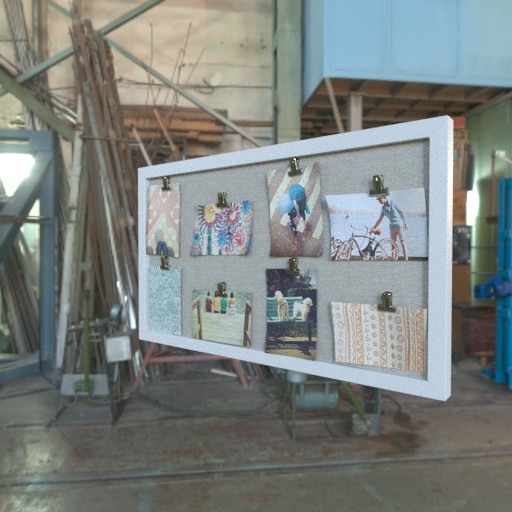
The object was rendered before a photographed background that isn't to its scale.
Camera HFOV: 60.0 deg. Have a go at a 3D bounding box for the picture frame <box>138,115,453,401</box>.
[{"bbox_3d":[0.000,0.000,0.788,0.647,0.379,0.044,1,2,38],"label":"picture frame"}]
